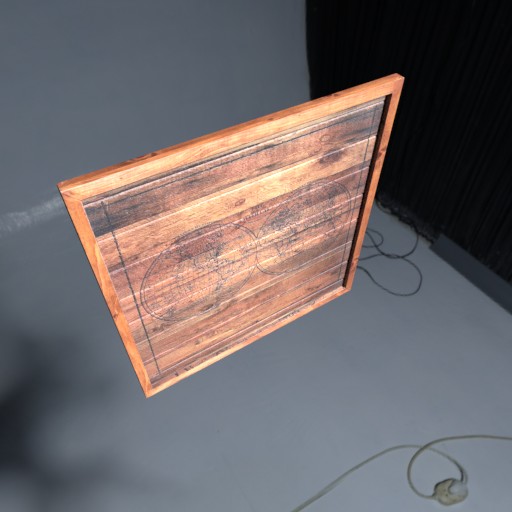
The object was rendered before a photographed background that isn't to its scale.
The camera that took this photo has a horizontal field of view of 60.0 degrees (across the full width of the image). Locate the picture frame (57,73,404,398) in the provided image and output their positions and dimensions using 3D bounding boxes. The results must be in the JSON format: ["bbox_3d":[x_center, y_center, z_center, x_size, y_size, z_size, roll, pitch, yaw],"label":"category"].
[{"bbox_3d":[0.000,0.000,1.217,0.810,0.817,0.029,-24,52,-21],"label":"picture frame"}]
